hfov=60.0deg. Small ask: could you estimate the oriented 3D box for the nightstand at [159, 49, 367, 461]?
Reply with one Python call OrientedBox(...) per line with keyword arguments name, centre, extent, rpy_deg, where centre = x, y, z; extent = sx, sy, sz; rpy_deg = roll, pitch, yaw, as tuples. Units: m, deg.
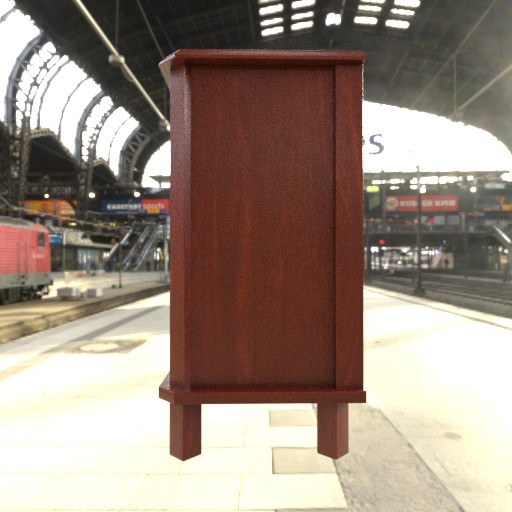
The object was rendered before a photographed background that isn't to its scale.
OrientedBox(name="nightstand", centre=(0.000, 0.000, 0.938), extent=(0.351, 0.681, 0.435), rpy_deg=(0, -1, -1))
